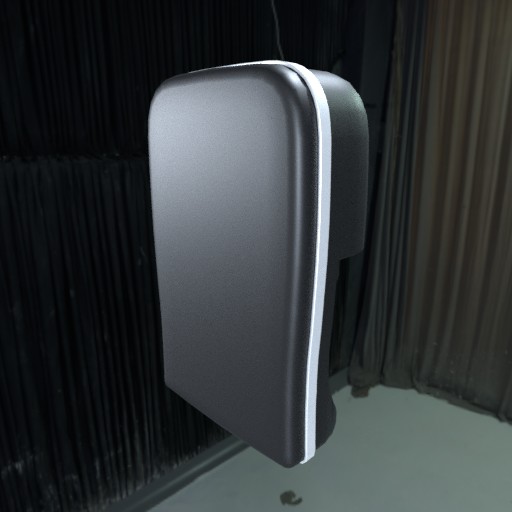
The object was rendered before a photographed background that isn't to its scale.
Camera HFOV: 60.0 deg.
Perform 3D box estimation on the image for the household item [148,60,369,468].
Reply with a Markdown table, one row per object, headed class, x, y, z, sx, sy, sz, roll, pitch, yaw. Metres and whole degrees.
| class | x | y | z | sx | sy | sz | roll | pitch | yaw |
| --- | --- | --- | --- | --- | --- | --- | --- | --- | --- |
| household item | 0.000 | 0.000 | 0.147 | 0.038 | 0.114 | 0.070 | -15 | 22 | -42 |
